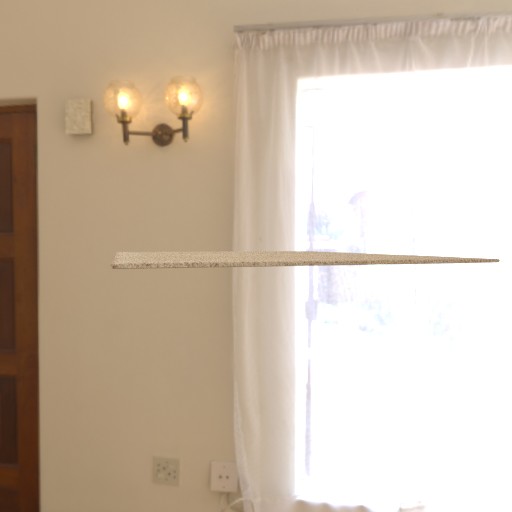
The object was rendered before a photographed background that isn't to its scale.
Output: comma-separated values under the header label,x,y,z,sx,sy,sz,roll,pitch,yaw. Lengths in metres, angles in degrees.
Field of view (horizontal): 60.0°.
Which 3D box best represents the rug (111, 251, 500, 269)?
label,x,y,z,sx,sy,sz,roll,pitch,yaw
rug,0.000,0.000,3.997,2.438,0.029,3.047,0,2,-17
